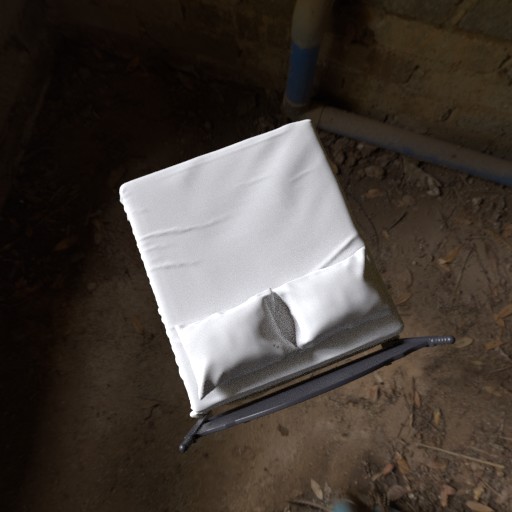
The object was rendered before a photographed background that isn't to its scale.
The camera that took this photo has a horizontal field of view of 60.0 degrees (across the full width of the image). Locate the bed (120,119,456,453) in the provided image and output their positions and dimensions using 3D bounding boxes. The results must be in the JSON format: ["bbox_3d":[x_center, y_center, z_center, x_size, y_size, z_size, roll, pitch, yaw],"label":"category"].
[{"bbox_3d":[0.000,0.000,3.285,1.873,1.356,2.040,-21,78,-4],"label":"bed"}]
